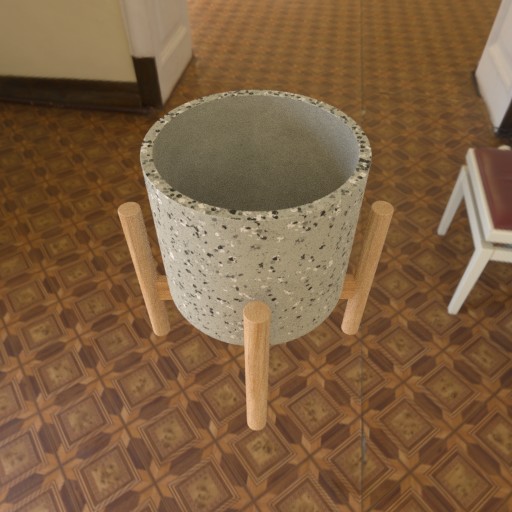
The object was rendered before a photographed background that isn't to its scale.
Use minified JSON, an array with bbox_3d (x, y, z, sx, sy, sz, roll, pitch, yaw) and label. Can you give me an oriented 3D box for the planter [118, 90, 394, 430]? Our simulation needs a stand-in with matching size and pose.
[{"bbox_3d":[0.000,0.000,0.548,0.284,0.320,0.284,17,49,15],"label":"planter"}]
